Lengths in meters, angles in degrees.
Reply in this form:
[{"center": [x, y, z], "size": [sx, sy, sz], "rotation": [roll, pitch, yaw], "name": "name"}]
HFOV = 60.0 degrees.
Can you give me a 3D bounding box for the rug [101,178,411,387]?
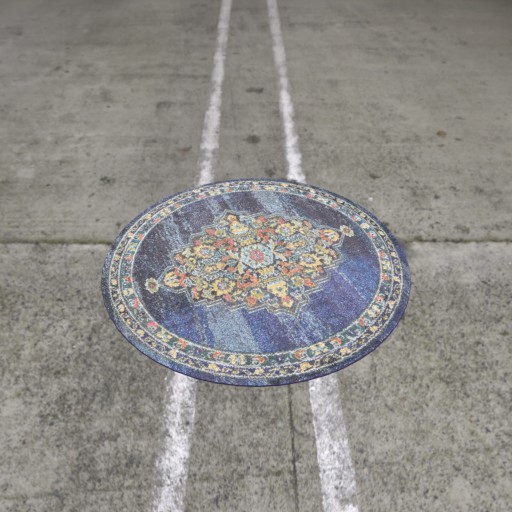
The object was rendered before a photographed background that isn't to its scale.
[{"center": [0.000, 0.000, 2.356], "size": [1.591, 0.010, 1.591], "rotation": [0, 40, 0], "name": "rug"}]
